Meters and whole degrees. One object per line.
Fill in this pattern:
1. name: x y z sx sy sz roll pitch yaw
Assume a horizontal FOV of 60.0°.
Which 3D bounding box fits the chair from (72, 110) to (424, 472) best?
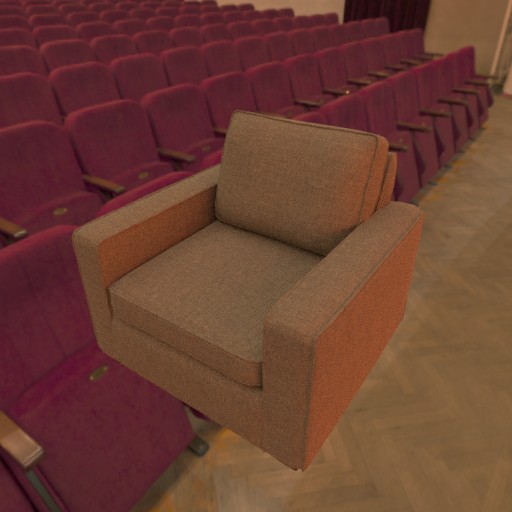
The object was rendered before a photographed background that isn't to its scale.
1. chair: 0.000 0.000 1.721 1.016 0.914 0.940 20 37 29
